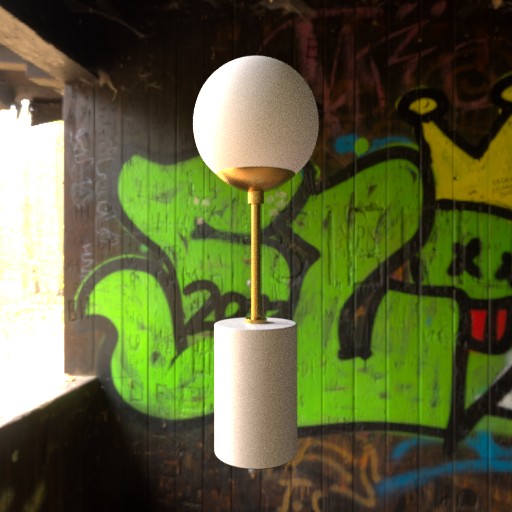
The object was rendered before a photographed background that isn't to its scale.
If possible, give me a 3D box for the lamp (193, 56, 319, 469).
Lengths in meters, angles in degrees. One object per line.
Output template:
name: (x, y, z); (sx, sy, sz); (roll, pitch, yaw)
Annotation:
lamp: (0.000, 0.000, 0.548); (0.153, 0.480, 0.153); (0, 0, 0)
